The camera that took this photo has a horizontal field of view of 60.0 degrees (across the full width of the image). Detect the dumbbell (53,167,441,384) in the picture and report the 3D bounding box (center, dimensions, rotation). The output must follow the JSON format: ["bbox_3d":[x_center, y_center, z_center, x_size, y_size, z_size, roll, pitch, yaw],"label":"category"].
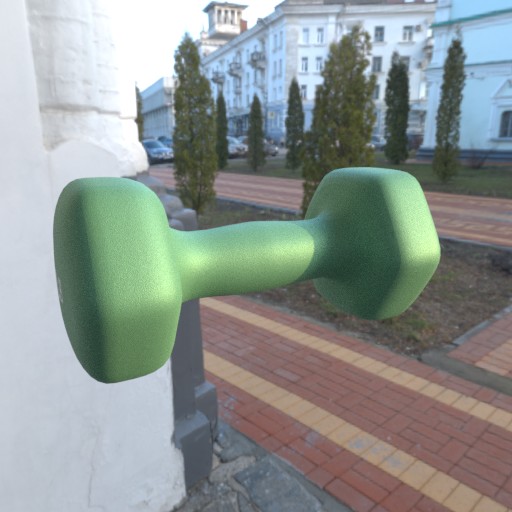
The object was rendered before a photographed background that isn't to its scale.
[{"bbox_3d":[0.000,0.000,0.315,0.260,0.117,0.129,-7,17,-26],"label":"dumbbell"}]
